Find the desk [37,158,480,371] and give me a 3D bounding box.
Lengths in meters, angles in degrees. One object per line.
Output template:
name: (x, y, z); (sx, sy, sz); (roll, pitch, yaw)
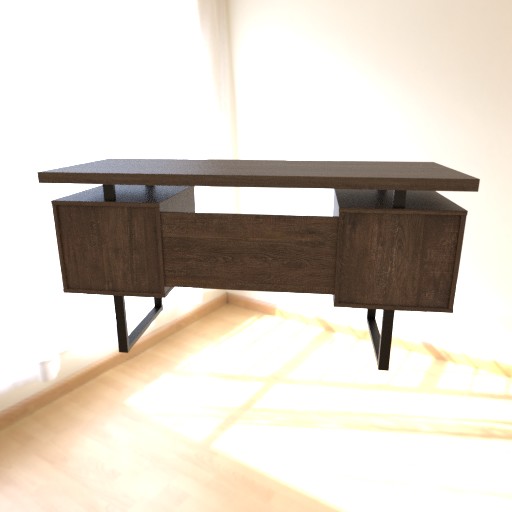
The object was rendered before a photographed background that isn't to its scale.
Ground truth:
desk: (0.000, 0.000, 1.908); (1.524, 0.760, 0.600); (2, 17, 7)
